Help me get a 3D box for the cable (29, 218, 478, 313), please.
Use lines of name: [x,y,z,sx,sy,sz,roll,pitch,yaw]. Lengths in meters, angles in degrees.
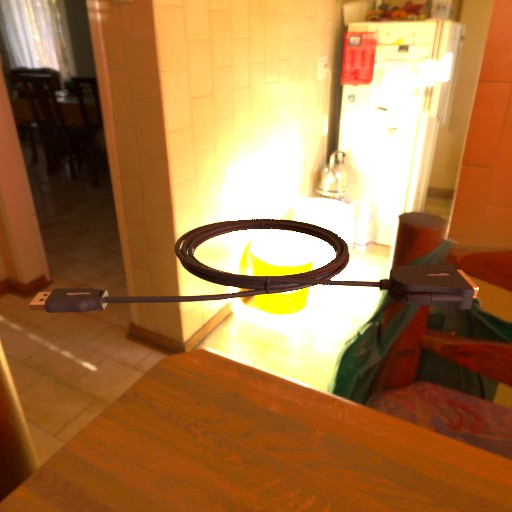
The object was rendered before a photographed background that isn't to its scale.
cable: [0.000,0.000,0.335,0.281,0.015,0.136,-1,26,-2]
